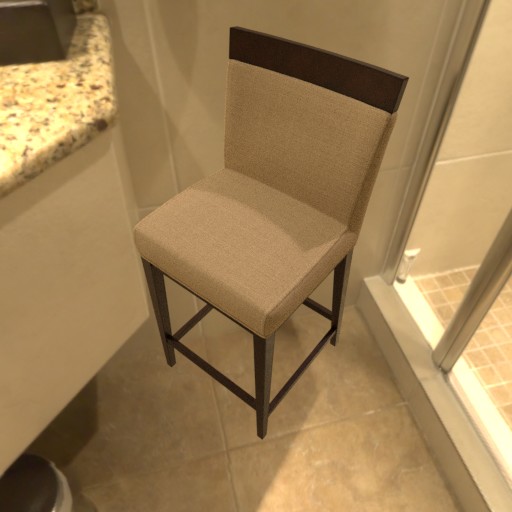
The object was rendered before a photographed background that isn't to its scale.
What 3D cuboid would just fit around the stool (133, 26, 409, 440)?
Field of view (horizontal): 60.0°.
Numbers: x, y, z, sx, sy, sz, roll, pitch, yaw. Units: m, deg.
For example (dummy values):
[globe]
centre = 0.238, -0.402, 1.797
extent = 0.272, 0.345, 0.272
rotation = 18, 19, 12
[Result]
[stool]
centre = 0.000, 0.000, 1.376
extent = 0.511, 1.117, 0.531
rotation = 30, 53, 25
